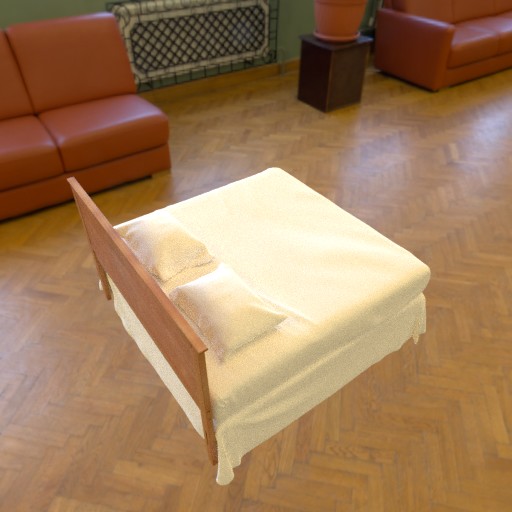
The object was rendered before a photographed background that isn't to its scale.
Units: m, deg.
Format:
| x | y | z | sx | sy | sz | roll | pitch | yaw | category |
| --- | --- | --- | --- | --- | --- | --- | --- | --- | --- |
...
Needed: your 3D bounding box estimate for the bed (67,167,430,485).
| x | y | z | sx | sy | sz | roll | pitch | yaw | category |
| --- | --- | --- | --- | --- | --- | --- | --- | --- | --- |
| 0.000 | 0.000 | 3.659 | 2.215 | 1.270 | 2.317 | -25 | 46 | -26 | bed |
